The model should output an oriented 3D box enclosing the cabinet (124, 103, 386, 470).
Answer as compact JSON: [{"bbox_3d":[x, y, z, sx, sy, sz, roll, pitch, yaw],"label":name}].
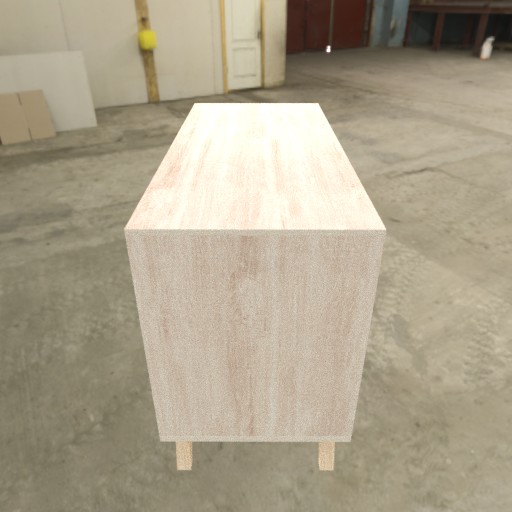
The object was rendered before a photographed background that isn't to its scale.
[{"bbox_3d":[0.000,0.000,1.520,0.500,0.780,1.110,0,31,0],"label":"cabinet"}]
